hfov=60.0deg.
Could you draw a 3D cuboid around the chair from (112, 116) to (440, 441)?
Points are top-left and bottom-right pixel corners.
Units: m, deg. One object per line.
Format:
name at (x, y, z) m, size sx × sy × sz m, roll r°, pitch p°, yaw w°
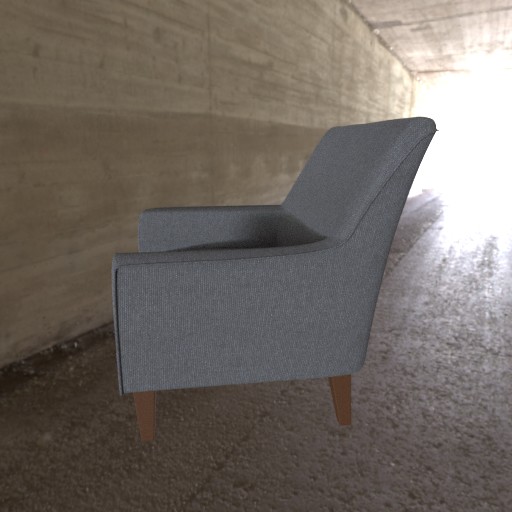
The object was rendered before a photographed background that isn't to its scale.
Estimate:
chair at (0.000, 0.000, 1.583) m, size 0.899 × 0.919 × 0.780 m, roll -2°, pitch 14°, yaw -8°
